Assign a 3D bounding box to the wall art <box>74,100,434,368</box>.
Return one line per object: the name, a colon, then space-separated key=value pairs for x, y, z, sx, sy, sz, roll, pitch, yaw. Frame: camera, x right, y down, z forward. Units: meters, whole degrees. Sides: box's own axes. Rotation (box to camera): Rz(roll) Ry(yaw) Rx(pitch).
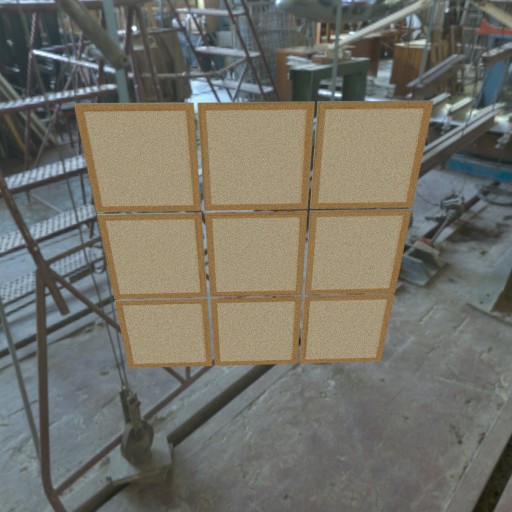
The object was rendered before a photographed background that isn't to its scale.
wall art: x=0.000 y=0.000 z=2.271 sx=1.517 sy=1.523 sz=0.013 roll=-1 pitch=31 yaw=-2
